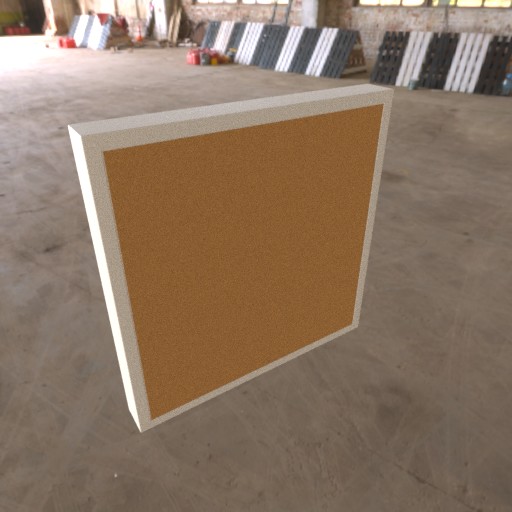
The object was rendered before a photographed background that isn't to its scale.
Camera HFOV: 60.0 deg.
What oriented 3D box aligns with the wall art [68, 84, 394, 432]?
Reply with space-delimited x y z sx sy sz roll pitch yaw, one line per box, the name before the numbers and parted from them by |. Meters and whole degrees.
wall art | 0.000 0.000 0.461 0.305 0.305 0.037 -19 36 -28
